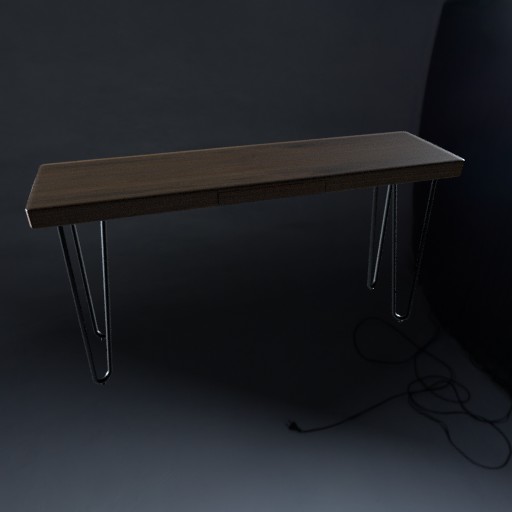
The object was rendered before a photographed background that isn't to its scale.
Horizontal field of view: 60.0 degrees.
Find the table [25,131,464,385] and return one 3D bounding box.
[{"bbox_3d":[0.000,0.000,1.902,1.570,0.834,0.425,-9,33,-14],"label":"table"}]
